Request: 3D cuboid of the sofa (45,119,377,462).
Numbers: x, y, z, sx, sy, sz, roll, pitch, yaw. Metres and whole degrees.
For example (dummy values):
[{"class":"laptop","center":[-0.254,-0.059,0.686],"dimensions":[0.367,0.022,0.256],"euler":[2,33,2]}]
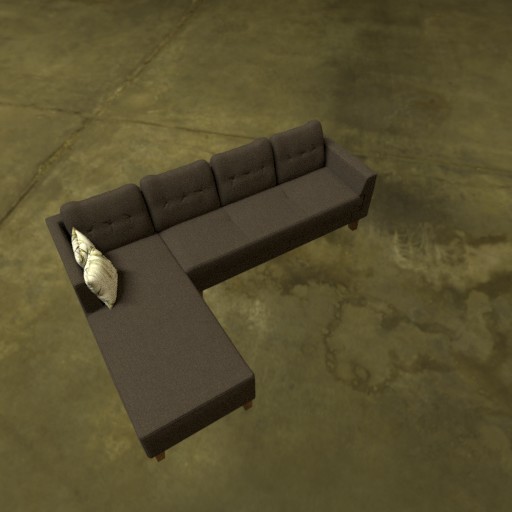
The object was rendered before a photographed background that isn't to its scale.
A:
[{"class":"sofa","center":[0.000,0.000,3.542],"dimensions":[2.679,0.932,1.829],"euler":[-24,52,-21]}]
